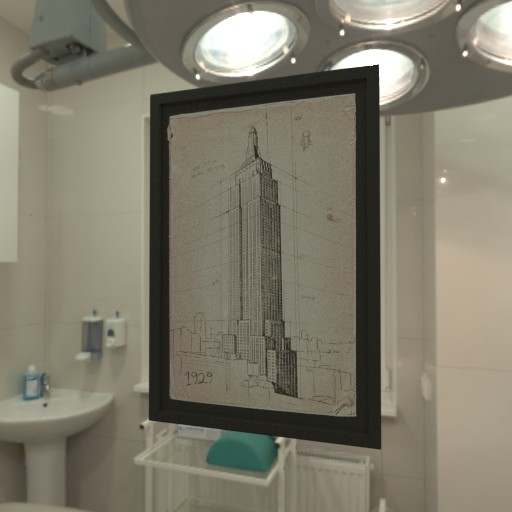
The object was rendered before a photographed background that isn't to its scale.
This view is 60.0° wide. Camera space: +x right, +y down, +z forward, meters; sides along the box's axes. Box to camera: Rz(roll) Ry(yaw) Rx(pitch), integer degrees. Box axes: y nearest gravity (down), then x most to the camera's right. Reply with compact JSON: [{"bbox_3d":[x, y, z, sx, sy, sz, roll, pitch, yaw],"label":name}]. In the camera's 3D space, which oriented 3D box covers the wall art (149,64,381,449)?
[{"bbox_3d":[0.000,0.000,0.834,0.451,0.661,0.012,0,-1,18],"label":"wall art"}]
